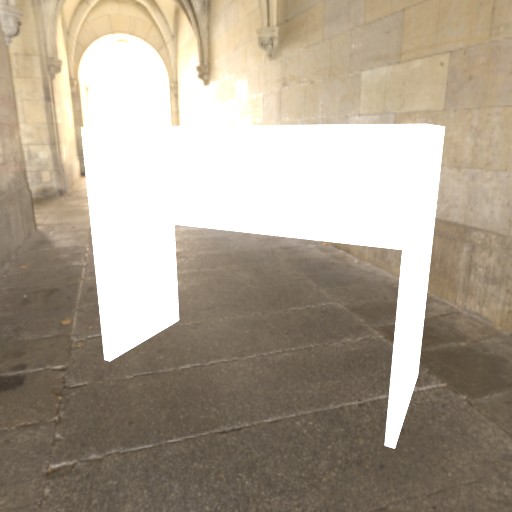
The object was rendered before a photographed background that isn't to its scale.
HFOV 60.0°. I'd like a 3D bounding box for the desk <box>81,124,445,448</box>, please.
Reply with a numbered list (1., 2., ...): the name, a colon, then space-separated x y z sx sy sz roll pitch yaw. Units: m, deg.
1. desk: 0.000 0.000 1.414 1.000 0.790 0.400 8 17 26
